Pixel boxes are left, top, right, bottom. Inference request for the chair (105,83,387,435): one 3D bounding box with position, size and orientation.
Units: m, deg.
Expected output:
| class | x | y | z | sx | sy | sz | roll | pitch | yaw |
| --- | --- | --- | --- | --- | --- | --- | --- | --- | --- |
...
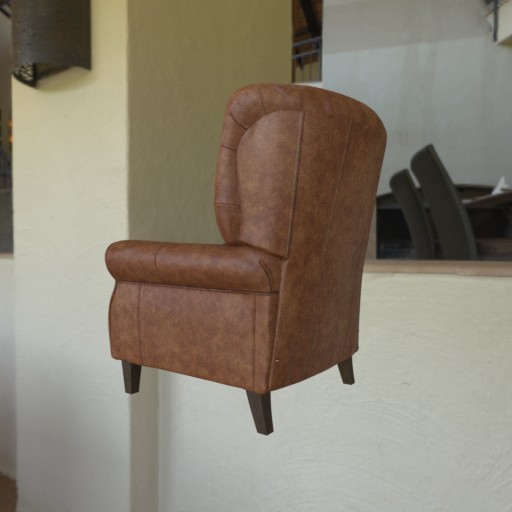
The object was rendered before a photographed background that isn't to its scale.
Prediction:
| class | x | y | z | sx | sy | sz | roll | pitch | yaw |
| --- | --- | --- | --- | --- | --- | --- | --- | --- | --- |
| chair | 0.000 | 0.000 | 1.901 | 1.059 | 1.164 | 0.951 | 1 | 1 | 36 |
